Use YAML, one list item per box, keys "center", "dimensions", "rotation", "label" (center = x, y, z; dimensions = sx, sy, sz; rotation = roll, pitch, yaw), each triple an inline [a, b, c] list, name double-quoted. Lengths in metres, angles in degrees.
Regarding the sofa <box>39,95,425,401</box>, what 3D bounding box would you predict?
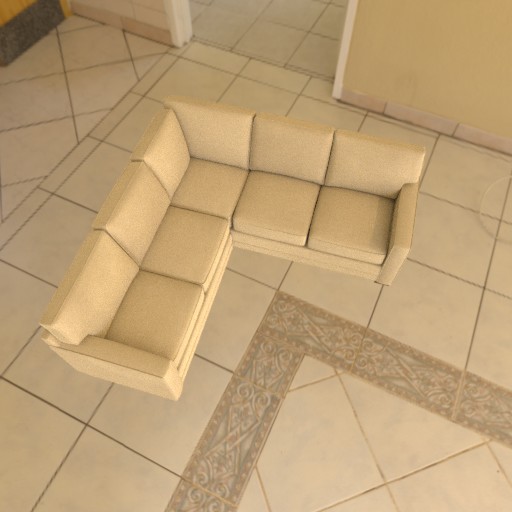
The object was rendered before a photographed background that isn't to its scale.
- center: [0.000, 0.000, 3.337]
  dimensions: [2.189, 0.939, 2.182]
  rotation: [14, 60, 8]
  label: "sofa"
